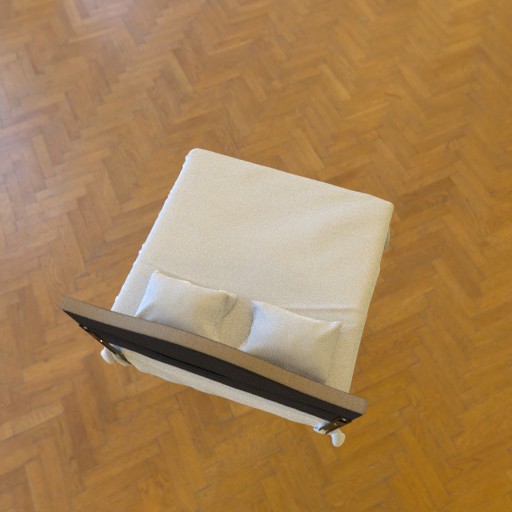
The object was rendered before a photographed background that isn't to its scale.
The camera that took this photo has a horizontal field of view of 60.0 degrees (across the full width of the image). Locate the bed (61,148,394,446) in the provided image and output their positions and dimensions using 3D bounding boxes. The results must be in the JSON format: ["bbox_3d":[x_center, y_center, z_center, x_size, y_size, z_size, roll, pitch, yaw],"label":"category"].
[{"bbox_3d":[0.000,0.000,3.644,2.311,1.651,2.222,17,66,8],"label":"bed"}]
